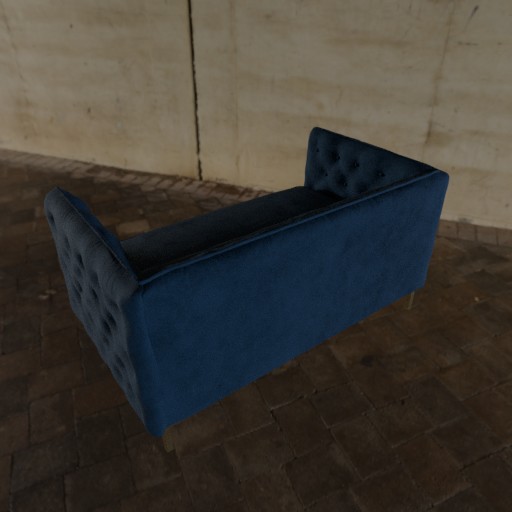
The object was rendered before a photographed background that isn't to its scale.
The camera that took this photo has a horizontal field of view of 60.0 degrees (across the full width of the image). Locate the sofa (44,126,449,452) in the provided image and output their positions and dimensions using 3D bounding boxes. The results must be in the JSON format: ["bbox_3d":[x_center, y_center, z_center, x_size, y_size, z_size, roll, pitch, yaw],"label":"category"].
[{"bbox_3d":[0.000,0.000,2.106,1.583,0.810,0.909,-21,38,-30],"label":"sofa"}]
